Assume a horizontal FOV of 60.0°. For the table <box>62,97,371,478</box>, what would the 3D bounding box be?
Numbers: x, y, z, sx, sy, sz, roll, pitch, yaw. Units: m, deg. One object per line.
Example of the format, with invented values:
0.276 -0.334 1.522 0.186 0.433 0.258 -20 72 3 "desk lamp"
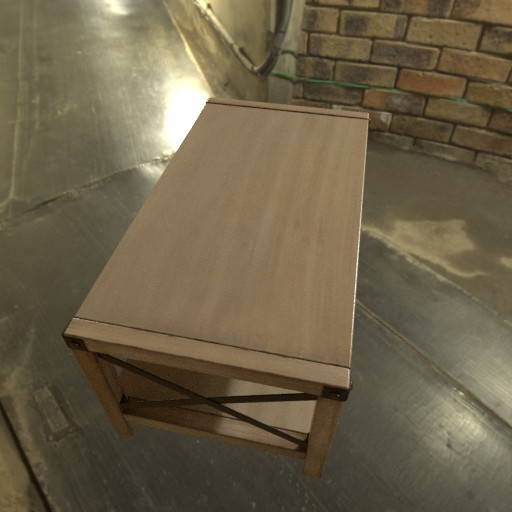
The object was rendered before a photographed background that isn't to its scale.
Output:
0.000 0.000 1.306 0.559 0.456 1.016 9 46 8 "table"
